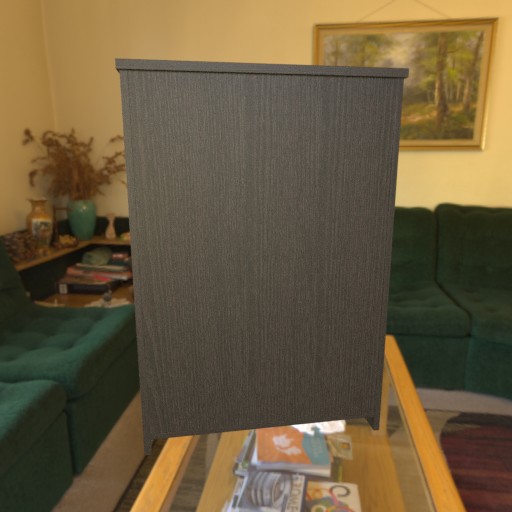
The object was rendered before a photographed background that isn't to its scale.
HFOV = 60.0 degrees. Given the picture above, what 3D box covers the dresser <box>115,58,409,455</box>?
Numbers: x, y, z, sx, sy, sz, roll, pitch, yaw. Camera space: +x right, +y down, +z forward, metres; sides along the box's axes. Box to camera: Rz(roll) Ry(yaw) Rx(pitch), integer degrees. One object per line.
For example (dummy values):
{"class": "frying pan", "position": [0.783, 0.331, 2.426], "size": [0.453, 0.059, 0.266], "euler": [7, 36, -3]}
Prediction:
{"class": "dresser", "position": [0.000, 0.000, 1.349], "size": [0.704, 1.020, 0.399], "euler": [-2, 13, -9]}
